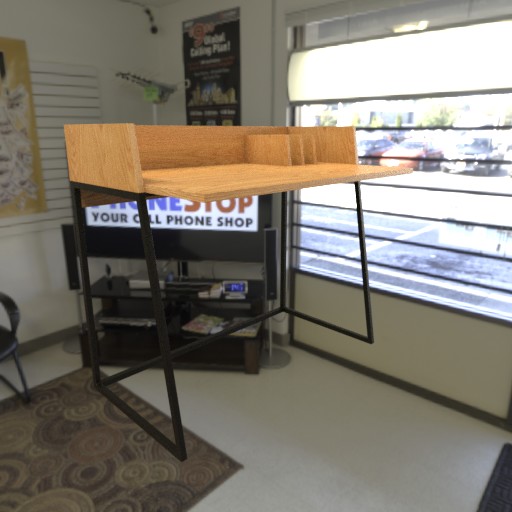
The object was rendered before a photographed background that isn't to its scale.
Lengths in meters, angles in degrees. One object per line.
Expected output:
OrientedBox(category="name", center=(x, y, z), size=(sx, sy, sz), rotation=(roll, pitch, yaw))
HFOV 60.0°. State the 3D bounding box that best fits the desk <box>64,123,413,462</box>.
OrientedBox(category="desk", center=(0.000, 0.000, 1.875), size=(0.769, 1.061, 1.191), rotation=(15, 22, 43))
